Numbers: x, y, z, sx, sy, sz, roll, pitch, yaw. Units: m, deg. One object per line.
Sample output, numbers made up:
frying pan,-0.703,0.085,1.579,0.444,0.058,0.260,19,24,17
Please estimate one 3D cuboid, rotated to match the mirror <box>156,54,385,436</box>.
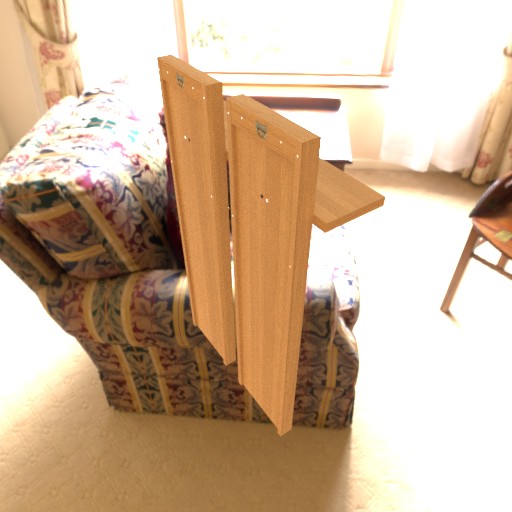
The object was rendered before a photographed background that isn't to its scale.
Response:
mirror,0.000,0.000,1.612,0.260,1.250,0.800,-25,46,-26
